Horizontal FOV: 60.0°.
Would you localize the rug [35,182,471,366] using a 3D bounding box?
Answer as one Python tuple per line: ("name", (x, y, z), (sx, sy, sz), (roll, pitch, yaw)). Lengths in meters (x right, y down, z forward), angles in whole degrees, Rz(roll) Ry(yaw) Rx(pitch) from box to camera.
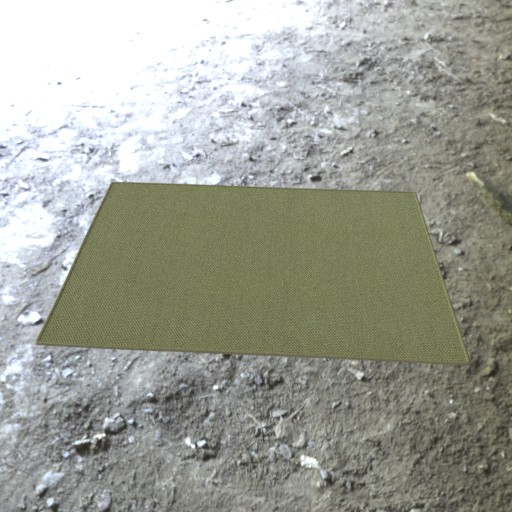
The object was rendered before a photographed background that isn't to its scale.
("rug", (0.000, 0.000, 2.062), (1.676, 0.013, 1.067), (2, 45, 2))
